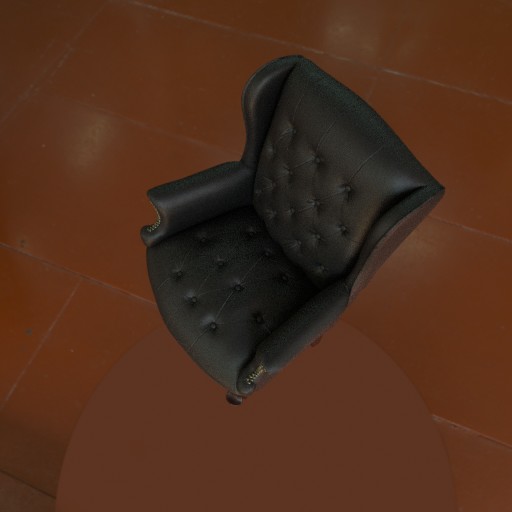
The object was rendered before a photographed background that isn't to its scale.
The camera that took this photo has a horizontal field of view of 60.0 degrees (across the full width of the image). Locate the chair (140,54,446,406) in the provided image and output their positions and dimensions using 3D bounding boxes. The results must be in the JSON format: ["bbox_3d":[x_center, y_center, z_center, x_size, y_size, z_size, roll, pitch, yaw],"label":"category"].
[{"bbox_3d":[0.000,0.000,1.664,0.822,1.133,0.831,-31,67,-15],"label":"chair"}]
